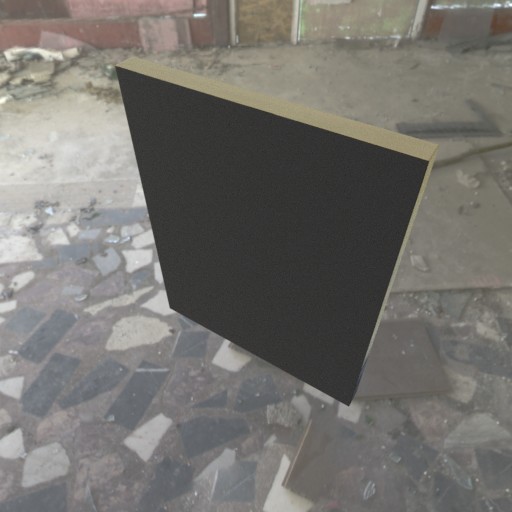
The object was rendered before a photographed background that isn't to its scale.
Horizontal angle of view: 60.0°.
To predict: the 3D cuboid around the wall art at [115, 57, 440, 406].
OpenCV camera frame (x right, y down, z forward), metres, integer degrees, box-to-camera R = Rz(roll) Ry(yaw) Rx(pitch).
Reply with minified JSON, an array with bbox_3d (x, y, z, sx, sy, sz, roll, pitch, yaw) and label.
[{"bbox_3d":[0.000,0.000,0.821,0.489,0.608,0.040,24,50,22],"label":"wall art"}]
